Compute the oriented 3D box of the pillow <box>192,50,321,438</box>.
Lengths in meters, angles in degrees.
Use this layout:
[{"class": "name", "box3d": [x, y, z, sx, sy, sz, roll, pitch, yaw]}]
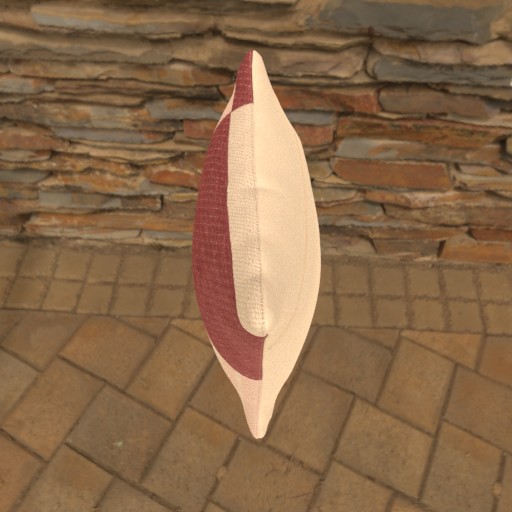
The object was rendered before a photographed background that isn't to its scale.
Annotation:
[{"class": "pillow", "box3d": [0.000, 0.000, 0.805, 0.229, 0.506, 0.536, -1, 57, -1]}]
